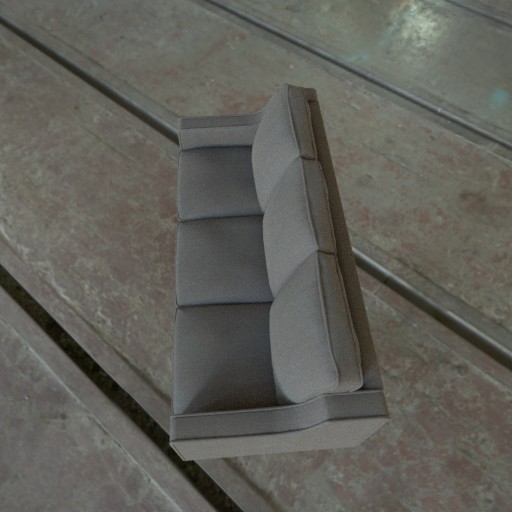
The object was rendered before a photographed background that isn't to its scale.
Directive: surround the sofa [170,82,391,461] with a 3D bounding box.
[{"bbox_3d":[0.000,0.000,2.507,0.911,0.974,1.986,-4,58,-2],"label":"sofa"}]
